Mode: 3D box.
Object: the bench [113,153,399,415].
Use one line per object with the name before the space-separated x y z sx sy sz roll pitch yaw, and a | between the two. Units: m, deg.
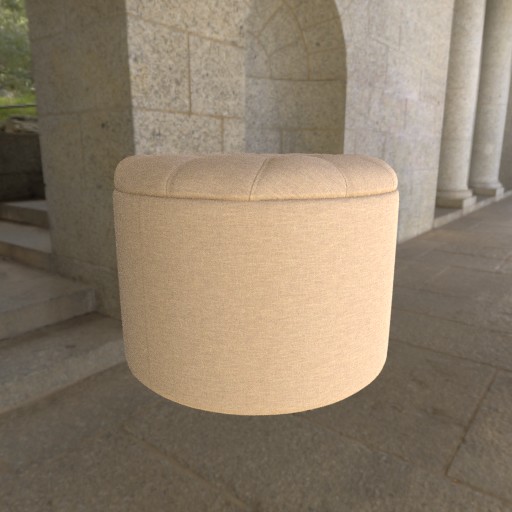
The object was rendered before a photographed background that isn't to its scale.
bench | 0.000 0.000 1.005 0.600 0.454 0.600 0 13 0
